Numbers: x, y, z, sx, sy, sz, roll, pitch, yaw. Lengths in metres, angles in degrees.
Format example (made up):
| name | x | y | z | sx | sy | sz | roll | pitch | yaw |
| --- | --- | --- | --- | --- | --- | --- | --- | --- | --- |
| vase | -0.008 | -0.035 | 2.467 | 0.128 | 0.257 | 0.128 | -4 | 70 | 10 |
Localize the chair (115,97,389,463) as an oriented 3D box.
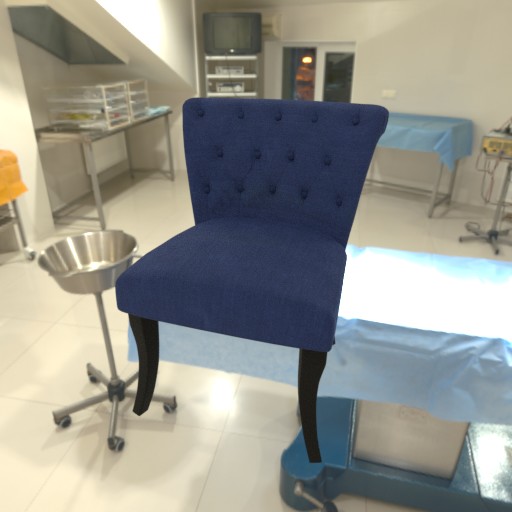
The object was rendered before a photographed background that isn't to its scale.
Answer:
| name | x | y | z | sx | sy | sz | roll | pitch | yaw |
| --- | --- | --- | --- | --- | --- | --- | --- | --- | --- |
| chair | 0.000 | 0.000 | 1.206 | 0.585 | 0.753 | 0.606 | 8 | 27 | 16 |
